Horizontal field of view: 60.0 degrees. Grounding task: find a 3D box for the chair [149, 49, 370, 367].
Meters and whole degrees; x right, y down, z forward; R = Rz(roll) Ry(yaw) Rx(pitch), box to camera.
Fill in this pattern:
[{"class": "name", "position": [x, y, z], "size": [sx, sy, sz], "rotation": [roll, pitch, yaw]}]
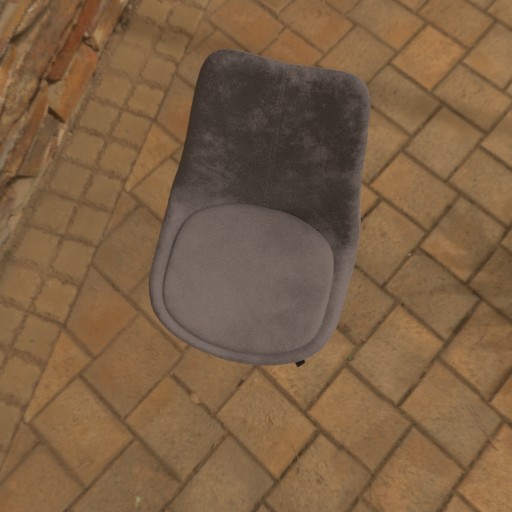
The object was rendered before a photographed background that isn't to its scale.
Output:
[{"class": "chair", "position": [0.000, 0.000, 1.158], "size": [0.485, 0.850, 0.550], "rotation": [13, 75, 4]}]
